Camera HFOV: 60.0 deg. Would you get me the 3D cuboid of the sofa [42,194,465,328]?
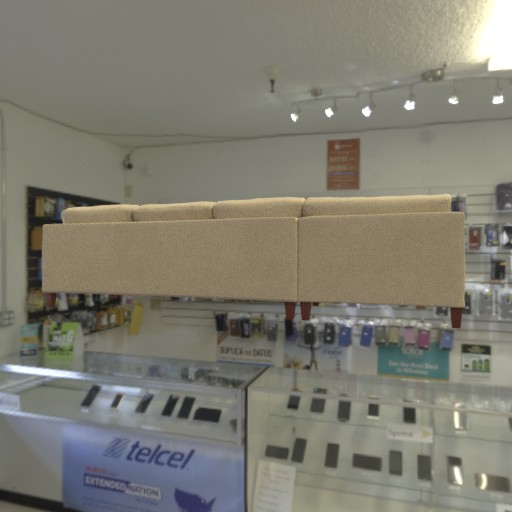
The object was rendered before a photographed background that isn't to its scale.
[{"bbox_3d":[0.000,0.000,3.876,3.186,0.846,1.625,0,0,20],"label":"sofa"}]
